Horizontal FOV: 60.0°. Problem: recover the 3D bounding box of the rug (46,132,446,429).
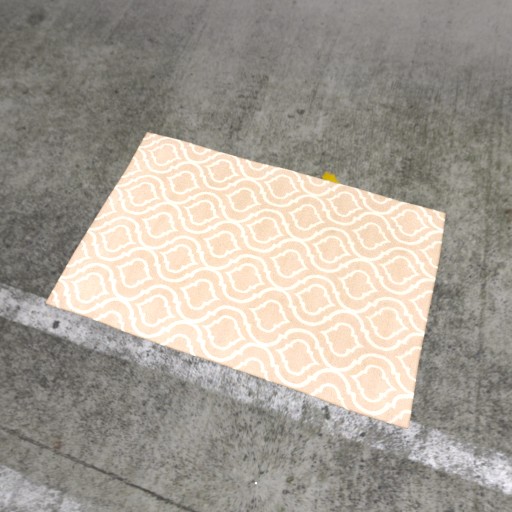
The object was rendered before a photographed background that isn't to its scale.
[{"bbox_3d":[0.000,0.000,2.240,1.761,0.013,1.152,17,64,8],"label":"rug"}]
